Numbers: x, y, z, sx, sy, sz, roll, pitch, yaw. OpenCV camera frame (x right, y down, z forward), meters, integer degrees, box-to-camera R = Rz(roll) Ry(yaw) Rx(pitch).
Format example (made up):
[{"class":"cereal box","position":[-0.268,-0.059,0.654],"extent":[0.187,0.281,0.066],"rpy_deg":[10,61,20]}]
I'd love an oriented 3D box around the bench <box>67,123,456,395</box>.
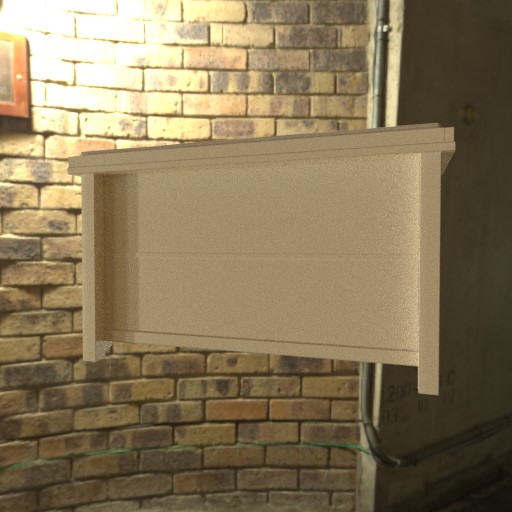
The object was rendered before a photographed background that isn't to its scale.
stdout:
[{"class":"bench","position":[0.000,0.000,1.243],"extent":[0.987,0.589,0.346],"rpy_deg":[0,2,18]}]
